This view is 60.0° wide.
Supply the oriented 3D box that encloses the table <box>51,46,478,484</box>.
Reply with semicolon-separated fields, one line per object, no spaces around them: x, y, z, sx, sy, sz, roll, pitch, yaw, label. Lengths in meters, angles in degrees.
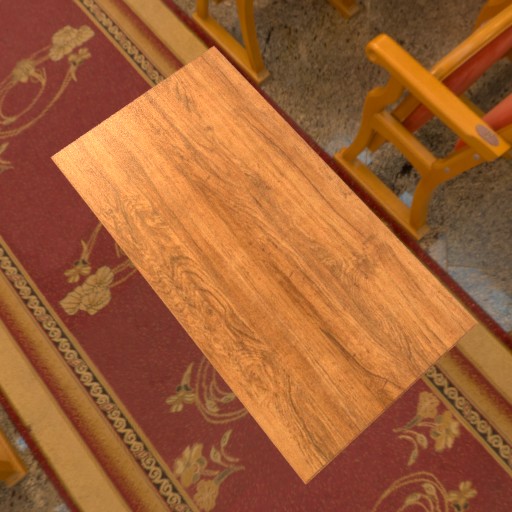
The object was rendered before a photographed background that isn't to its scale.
0.000;0.000;1.484;0.635;0.480;1.150;-39;78;-10;table
